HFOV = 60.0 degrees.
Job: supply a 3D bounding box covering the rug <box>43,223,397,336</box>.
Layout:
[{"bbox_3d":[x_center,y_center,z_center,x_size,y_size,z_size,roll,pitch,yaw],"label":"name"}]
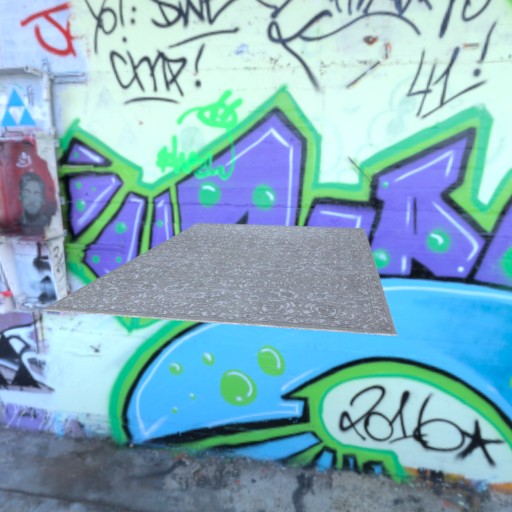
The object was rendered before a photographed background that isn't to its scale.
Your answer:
[{"bbox_3d":[0.000,0.000,2.351,1.221,0.006,1.827,3,14,10],"label":"rug"}]
